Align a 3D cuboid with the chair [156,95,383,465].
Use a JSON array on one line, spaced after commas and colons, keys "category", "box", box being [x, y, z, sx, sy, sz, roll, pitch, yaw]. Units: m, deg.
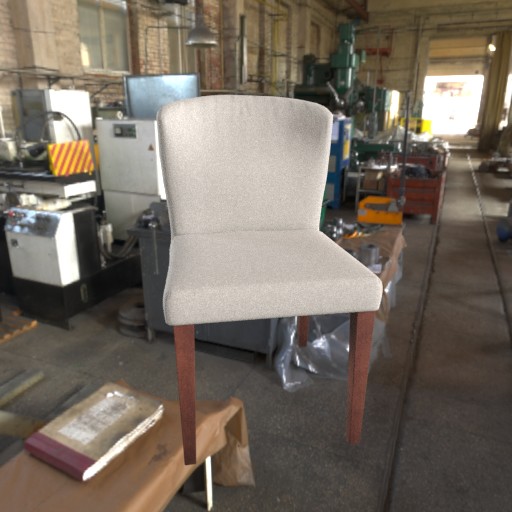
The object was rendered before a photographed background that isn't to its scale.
[{"category": "chair", "box": [0.000, 0.000, 1.200, 0.491, 0.839, 0.592, -3, 18, -9]}]
